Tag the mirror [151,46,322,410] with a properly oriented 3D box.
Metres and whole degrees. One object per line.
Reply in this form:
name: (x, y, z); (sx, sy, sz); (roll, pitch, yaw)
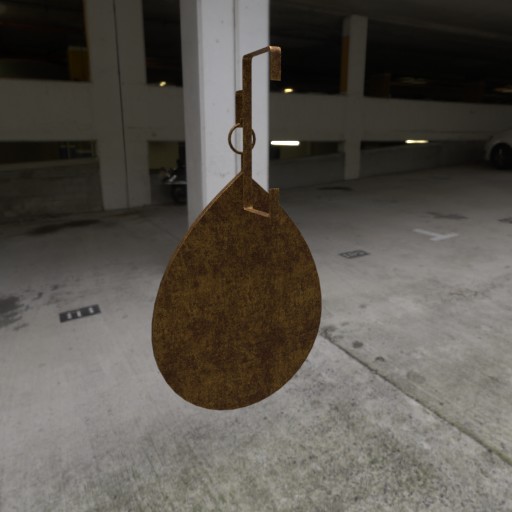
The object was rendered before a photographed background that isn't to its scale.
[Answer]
mirror: (0.000, 0.000, 0.881); (0.405, 0.744, 0.144); (-7, 17, -26)
